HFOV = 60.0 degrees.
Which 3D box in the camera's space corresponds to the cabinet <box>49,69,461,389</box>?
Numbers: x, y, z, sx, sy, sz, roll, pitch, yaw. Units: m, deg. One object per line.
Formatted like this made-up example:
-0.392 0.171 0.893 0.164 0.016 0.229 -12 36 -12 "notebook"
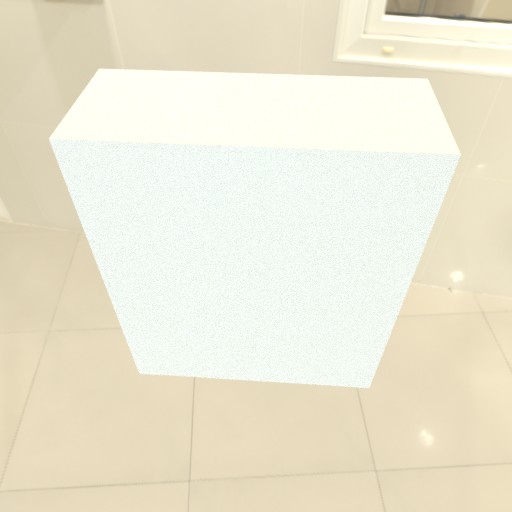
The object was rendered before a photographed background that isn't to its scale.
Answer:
0.000 0.000 1.641 1.000 1.190 0.400 3 47 3 "cabinet"
